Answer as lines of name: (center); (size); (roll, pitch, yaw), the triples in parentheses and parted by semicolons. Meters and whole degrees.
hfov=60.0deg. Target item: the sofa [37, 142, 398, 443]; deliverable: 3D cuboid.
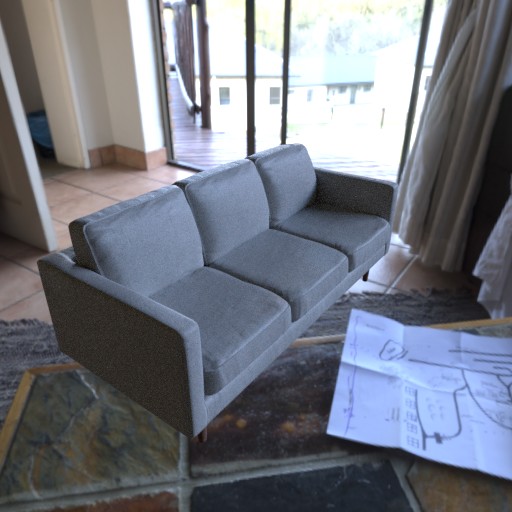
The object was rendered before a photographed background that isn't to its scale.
sofa: (0.000, 0.000, 2.518); (0.944, 0.918, 1.983); (19, 33, 32)
